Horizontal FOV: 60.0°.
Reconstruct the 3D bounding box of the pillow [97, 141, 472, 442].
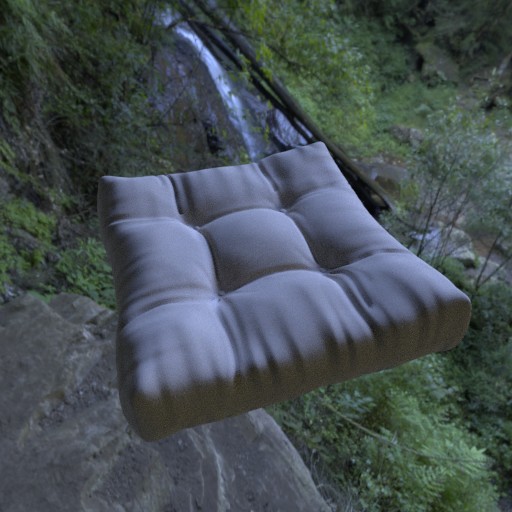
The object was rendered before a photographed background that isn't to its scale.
[{"bbox_3d":[0.000,0.000,0.715,0.468,0.128,0.490,-13,42,-14],"label":"pillow"}]
